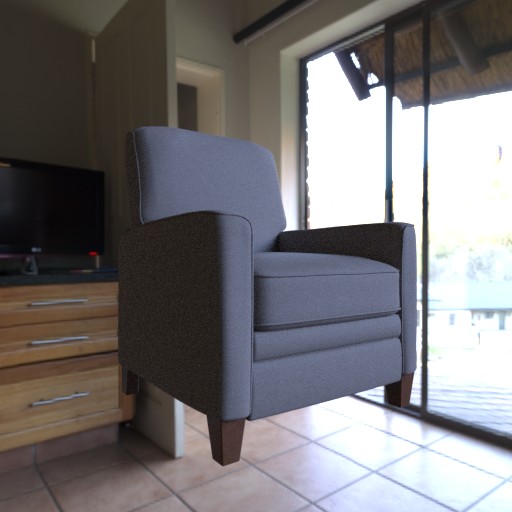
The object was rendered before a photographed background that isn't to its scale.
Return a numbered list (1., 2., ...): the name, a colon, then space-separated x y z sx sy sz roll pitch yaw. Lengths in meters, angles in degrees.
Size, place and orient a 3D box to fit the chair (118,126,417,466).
1. chair: 0.000 0.000 1.603 0.845 1.023 0.859 0 1 -36
